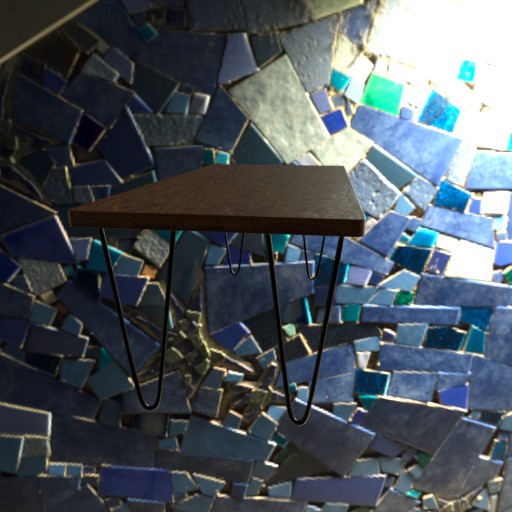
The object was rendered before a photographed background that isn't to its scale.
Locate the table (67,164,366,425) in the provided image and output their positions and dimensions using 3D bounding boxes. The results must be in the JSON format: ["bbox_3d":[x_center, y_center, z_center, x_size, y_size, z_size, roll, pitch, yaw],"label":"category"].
[{"bbox_3d":[0.000,0.000,2.211,0.883,0.753,1.791,2,16,9],"label":"table"}]
